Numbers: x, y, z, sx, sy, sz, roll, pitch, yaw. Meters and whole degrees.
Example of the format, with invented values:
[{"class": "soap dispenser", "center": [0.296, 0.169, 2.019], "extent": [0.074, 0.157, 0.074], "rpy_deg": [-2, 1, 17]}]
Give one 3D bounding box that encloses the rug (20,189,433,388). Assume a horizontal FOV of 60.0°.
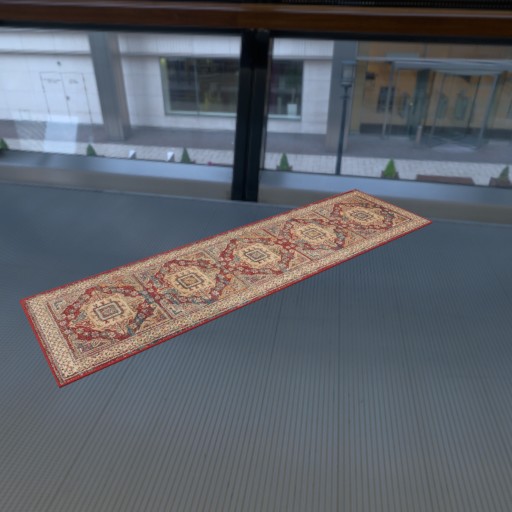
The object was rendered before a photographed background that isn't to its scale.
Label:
[{"class": "rug", "center": [0.000, 0.000, 2.450], "extent": [2.292, 0.015, 0.659], "rpy_deg": [-21, 37, -30]}]
